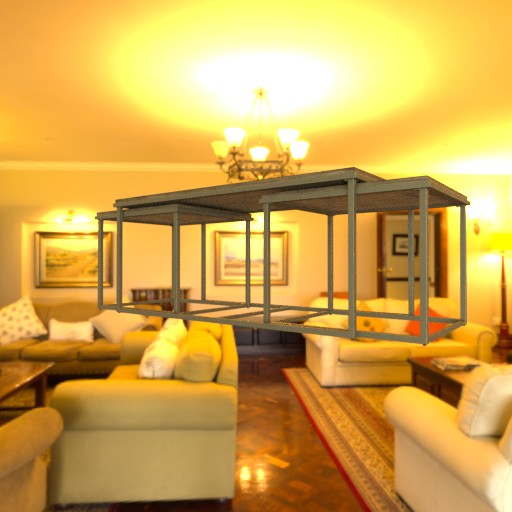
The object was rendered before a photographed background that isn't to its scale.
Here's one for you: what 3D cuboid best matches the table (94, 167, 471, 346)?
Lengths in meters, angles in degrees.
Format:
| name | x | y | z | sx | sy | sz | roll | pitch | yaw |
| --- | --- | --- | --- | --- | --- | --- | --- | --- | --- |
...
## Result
| name | x | y | z | sx | sy | sz | roll | pitch | yaw |
| --- | --- | --- | --- | --- | --- | --- | --- | --- | --- |
| table | 0.000 | 0.000 | 1.568 | 1.312 | 0.427 | 0.489 | -1 | -1 | 37 |
